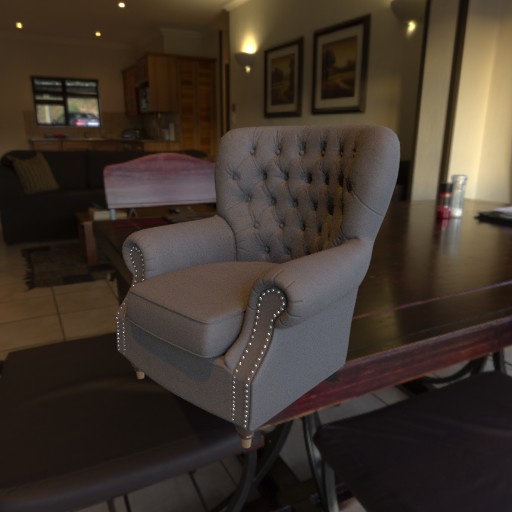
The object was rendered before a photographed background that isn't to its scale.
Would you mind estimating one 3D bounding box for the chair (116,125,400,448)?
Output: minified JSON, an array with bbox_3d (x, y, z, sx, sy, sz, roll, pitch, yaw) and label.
[{"bbox_3d":[0.000,0.000,1.827,0.983,1.046,0.983,14,20,41],"label":"chair"}]
